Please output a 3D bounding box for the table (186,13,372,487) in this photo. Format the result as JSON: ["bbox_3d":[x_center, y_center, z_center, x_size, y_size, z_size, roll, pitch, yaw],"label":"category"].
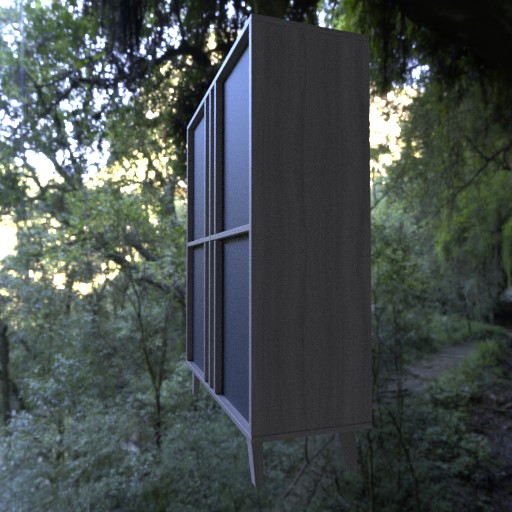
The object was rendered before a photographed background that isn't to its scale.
[{"bbox_3d":[0.000,0.000,1.864,0.398,1.388,1.111,0,-2,-18],"label":"table"}]
